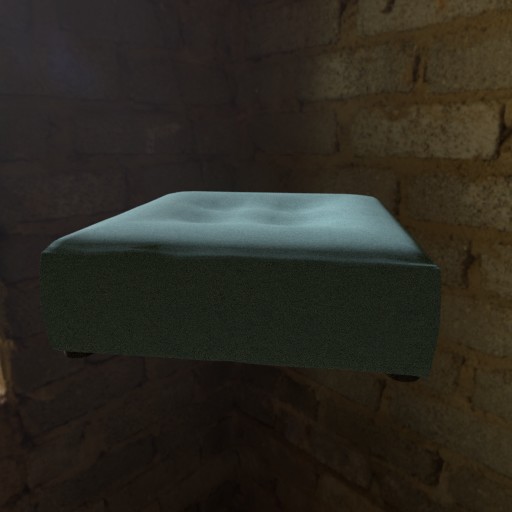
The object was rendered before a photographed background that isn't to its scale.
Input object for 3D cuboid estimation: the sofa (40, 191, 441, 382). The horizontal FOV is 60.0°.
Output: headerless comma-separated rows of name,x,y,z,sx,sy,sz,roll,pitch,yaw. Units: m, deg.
sofa,0.000,0.000,1.459,0.930,0.330,0.930,2,16,8
